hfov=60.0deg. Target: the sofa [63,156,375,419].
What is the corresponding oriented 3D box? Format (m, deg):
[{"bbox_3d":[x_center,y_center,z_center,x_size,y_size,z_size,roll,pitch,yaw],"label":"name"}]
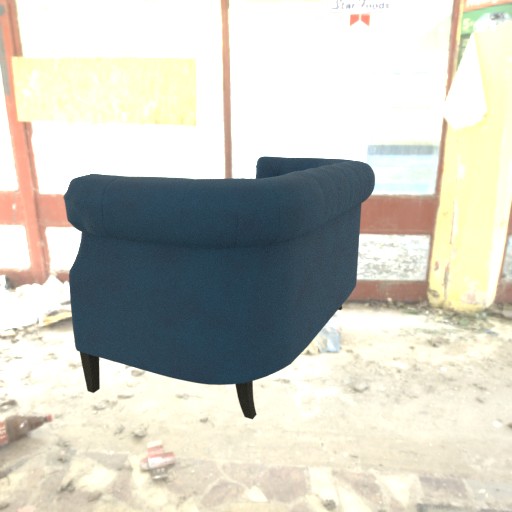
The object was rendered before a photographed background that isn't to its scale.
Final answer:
[{"bbox_3d":[0.000,0.000,2.017,0.835,0.827,1.558,7,17,25],"label":"sofa"}]
